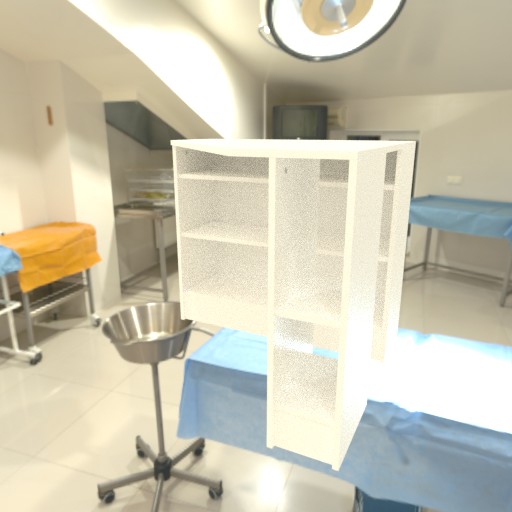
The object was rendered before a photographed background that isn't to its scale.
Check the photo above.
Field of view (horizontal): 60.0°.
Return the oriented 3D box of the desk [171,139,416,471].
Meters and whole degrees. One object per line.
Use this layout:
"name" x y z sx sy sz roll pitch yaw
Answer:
"desk" 0.000 0.000 1.649 0.940 0.818 0.926 8 18 25
